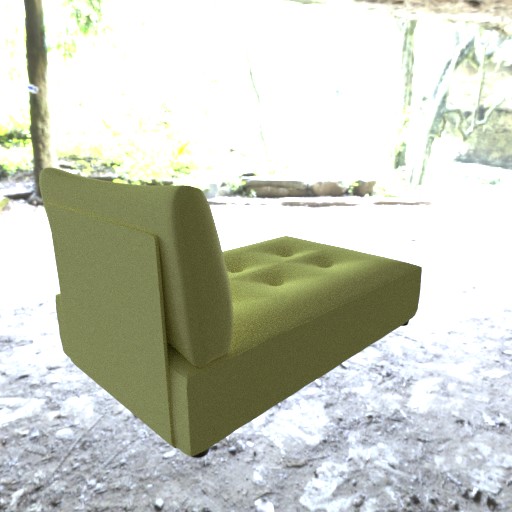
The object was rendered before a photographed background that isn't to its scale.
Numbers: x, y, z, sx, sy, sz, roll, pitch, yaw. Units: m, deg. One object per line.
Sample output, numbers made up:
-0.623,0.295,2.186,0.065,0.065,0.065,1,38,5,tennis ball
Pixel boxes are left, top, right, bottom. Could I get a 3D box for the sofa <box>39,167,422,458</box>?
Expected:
0.000,0.000,1.957,0.930,0.820,1.450,16,22,43,sofa
